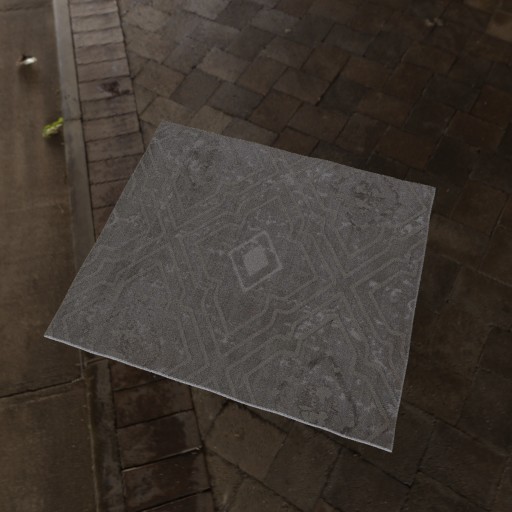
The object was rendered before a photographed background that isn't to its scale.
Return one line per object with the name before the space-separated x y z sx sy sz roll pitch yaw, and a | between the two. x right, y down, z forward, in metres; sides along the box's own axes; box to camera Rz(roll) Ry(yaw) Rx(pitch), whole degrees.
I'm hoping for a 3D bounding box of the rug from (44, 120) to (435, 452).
rug | 0.000 0.000 0.880 0.639 0.006 0.548 16 64 8
